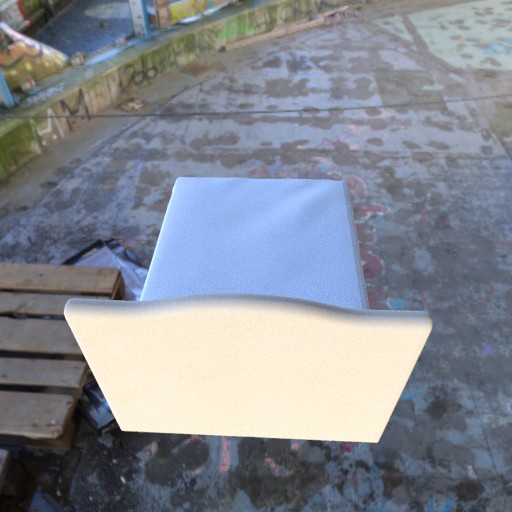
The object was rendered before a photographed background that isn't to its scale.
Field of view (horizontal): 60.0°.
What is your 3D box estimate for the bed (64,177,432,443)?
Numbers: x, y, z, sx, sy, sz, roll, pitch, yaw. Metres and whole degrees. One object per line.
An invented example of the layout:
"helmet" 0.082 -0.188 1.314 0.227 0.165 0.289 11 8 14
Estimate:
"bed" 0.000 0.000 3.126 1.678 1.398 2.052 2 45 2
